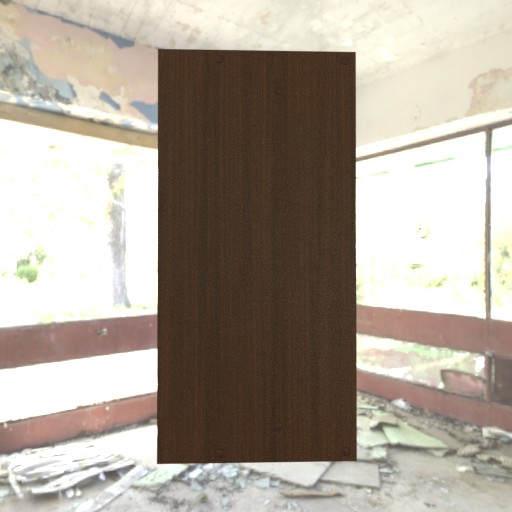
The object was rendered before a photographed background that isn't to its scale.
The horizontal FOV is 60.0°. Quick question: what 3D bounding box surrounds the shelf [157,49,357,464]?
[{"bbox_3d":[0.000,0.000,0.717,0.290,0.600,0.147,0,-1,-2],"label":"shelf"}]
